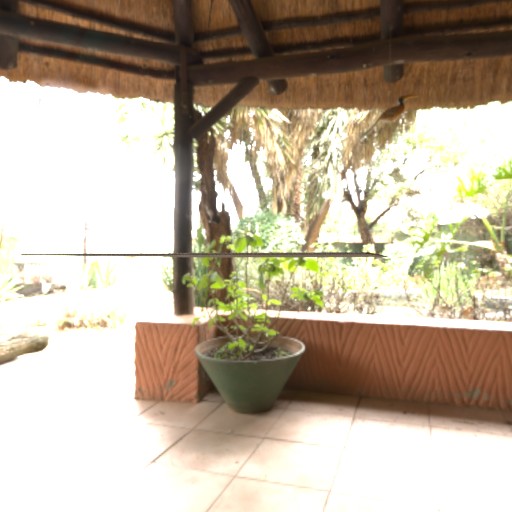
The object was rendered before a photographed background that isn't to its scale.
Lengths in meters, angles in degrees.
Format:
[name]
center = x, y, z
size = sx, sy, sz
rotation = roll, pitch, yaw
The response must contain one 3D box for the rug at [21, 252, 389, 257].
[rug]
center = 0.000, 0.000, 2.893
size = 1.593, 0.008, 2.238
rotation = 0, 0, 18
